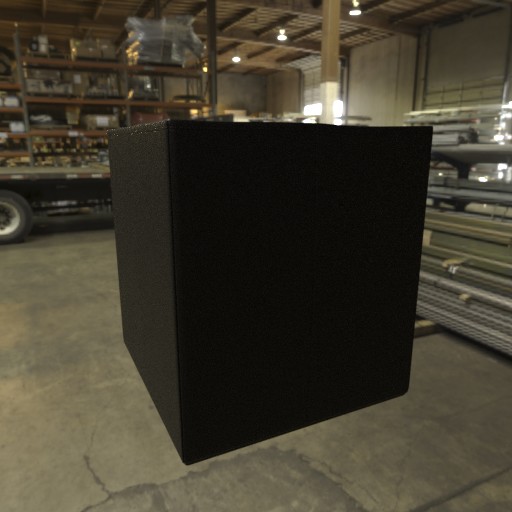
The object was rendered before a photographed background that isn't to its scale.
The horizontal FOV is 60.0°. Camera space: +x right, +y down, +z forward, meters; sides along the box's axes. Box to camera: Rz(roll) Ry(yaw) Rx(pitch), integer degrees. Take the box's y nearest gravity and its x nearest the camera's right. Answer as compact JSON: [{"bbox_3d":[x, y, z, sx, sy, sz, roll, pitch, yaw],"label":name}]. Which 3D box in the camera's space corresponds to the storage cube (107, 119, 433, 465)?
[{"bbox_3d":[0.000,0.000,0.505,0.270,0.280,0.270,-7,16,-26],"label":"storage cube"}]
